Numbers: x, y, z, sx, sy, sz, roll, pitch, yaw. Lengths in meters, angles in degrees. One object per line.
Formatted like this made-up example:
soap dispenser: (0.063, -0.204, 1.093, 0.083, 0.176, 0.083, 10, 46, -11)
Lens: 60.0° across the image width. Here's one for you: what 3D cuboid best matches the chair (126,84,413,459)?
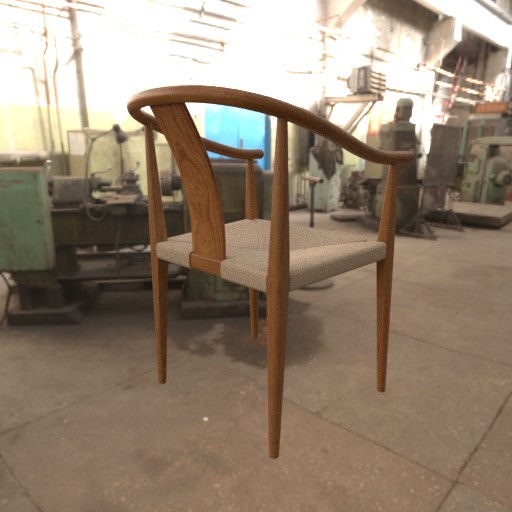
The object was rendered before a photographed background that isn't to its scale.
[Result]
chair: (0.000, 0.000, 1.179, 0.556, 0.800, 0.579, 14, 20, 43)
